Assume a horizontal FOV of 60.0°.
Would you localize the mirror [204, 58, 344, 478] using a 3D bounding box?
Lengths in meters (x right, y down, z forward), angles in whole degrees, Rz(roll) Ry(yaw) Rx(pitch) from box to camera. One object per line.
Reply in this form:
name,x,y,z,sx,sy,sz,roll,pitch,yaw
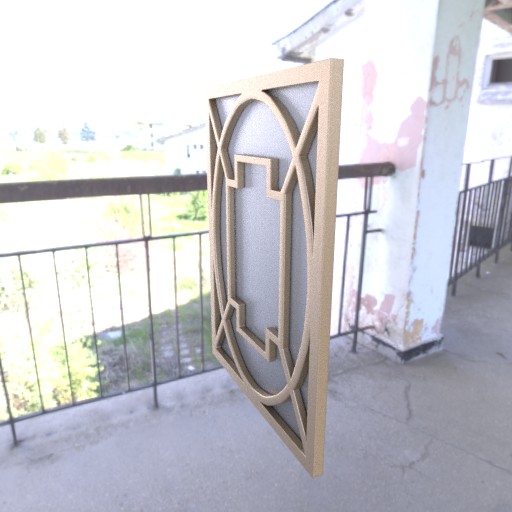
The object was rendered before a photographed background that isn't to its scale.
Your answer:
mirror,0.000,0.000,1.360,0.032,1.023,0.756,-8,18,-25
